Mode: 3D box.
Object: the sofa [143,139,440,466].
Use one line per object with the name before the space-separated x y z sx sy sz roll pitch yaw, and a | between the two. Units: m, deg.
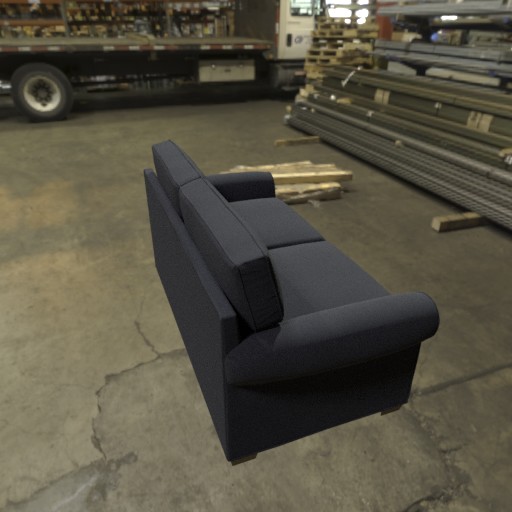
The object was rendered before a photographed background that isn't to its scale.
sofa | 0.000 0.000 2.556 0.951 1.031 2.009 -11 31 -18
